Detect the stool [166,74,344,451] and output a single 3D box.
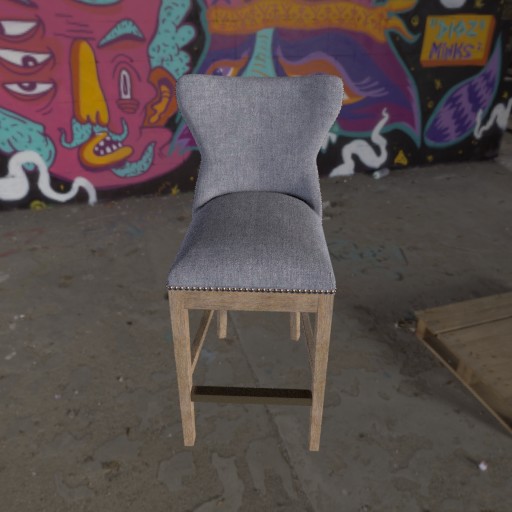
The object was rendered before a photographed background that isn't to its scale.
[{"bbox_3d":[0.000,0.000,1.350,0.498,0.981,0.608,1,29,2],"label":"stool"}]
